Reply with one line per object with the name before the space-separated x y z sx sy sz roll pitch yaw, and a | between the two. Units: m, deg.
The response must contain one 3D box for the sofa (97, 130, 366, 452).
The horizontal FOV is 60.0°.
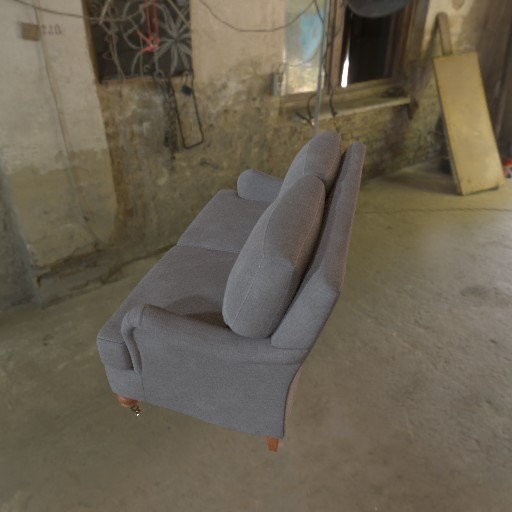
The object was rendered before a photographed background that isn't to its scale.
sofa | 0.000 0.000 2.620 1.084 1.101 1.853 8 32 13
